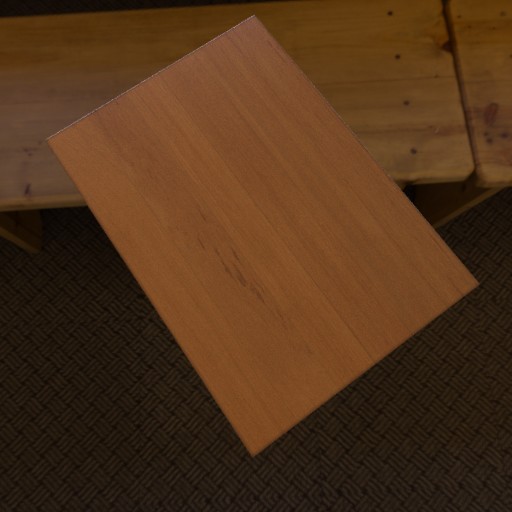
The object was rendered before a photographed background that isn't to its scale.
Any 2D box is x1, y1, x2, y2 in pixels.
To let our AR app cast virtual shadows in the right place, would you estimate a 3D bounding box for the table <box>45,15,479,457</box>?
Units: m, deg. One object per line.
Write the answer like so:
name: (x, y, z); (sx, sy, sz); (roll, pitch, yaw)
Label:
table: (0.000, 0.000, 0.944); (0.400, 0.605, 0.550); (-35, 79, -8)
